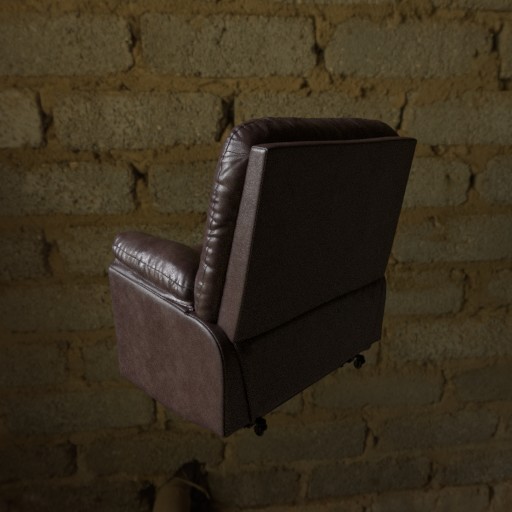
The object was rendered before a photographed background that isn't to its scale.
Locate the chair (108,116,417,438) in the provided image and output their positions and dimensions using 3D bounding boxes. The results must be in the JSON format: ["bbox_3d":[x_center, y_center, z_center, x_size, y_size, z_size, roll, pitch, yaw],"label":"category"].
[{"bbox_3d":[0.000,0.000,1.745,0.940,1.041,0.879,-16,23,-42],"label":"chair"}]
